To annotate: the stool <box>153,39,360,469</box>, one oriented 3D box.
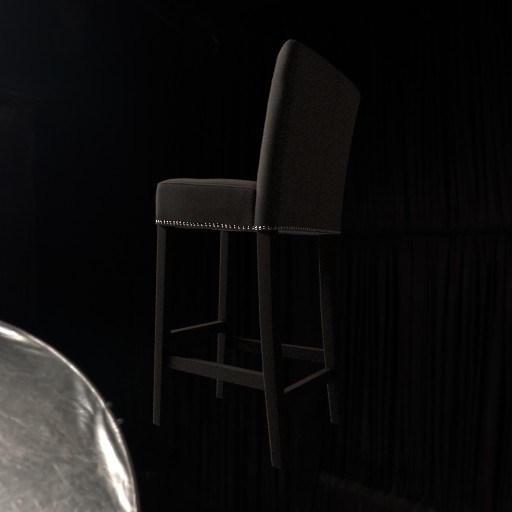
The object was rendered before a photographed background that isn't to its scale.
[{"bbox_3d":[0.000,0.000,1.355,0.548,1.047,0.411,0,1,34],"label":"stool"}]
